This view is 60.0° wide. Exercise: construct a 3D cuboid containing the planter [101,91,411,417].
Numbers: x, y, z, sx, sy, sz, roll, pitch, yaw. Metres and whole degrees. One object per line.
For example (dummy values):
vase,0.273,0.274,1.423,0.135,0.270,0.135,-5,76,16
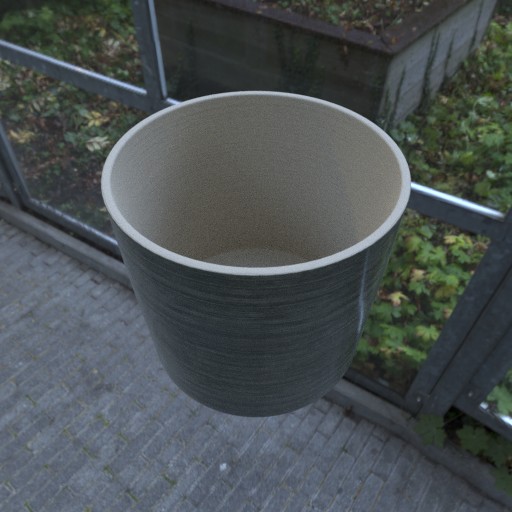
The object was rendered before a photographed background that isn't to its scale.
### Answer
planter,0.000,0.000,0.397,0.221,0.201,0.221,0,46,0
